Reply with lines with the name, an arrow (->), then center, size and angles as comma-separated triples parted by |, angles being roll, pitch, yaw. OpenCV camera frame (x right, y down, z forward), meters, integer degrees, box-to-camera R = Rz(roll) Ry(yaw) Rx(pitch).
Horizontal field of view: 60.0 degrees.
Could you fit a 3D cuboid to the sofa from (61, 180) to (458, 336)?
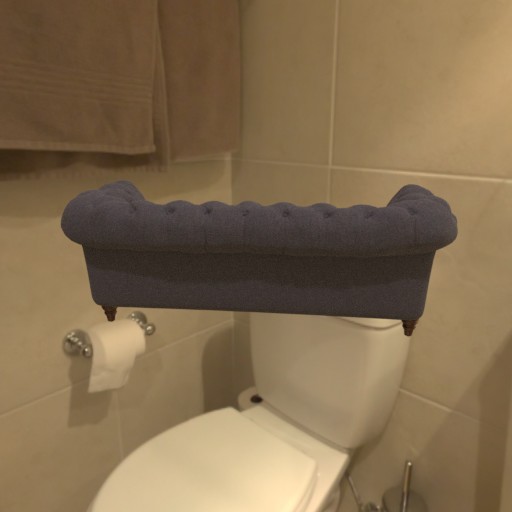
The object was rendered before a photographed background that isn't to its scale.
sofa -> 0.000, 0.000, 2.831 | 2.335, 0.836, 1.046 | 2, 17, 6
